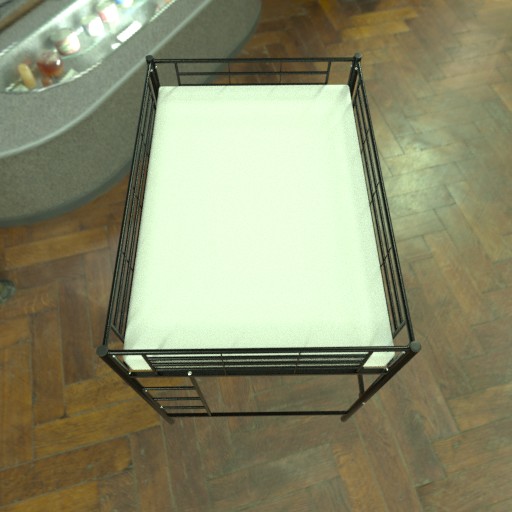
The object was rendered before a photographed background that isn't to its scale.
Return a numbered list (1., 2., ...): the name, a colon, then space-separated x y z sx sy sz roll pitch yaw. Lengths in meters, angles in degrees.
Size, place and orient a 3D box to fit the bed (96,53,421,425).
1. bed: 0.000 0.000 3.163 1.397 1.803 1.994 -1 60 0
